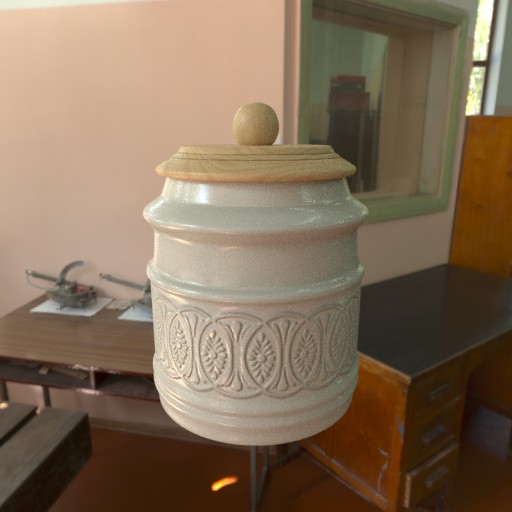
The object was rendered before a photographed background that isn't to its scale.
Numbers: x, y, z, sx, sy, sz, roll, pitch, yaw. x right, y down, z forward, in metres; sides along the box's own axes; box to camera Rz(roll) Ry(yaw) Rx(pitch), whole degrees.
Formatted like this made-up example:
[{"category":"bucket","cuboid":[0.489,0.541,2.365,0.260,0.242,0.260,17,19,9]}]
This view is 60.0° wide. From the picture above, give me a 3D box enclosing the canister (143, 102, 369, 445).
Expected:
[{"category":"canister","cuboid":[0.000,0.000,0.269,0.130,0.176,0.130,0,15,0]}]
